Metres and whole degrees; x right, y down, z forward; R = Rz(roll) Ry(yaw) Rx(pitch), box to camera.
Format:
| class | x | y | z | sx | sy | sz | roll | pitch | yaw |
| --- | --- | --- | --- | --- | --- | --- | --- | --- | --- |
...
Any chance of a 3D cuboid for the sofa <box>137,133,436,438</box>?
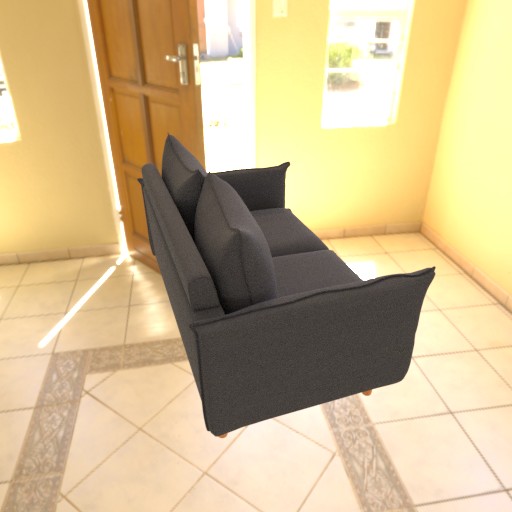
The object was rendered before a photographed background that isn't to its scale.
| class | x | y | z | sx | sy | sz | roll | pitch | yaw |
| --- | --- | --- | --- | --- | --- | --- | --- | --- | --- |
| sofa | 0.000 | 0.000 | 1.914 | 0.820 | 0.840 | 1.300 | -10 | 31 | -17 |
